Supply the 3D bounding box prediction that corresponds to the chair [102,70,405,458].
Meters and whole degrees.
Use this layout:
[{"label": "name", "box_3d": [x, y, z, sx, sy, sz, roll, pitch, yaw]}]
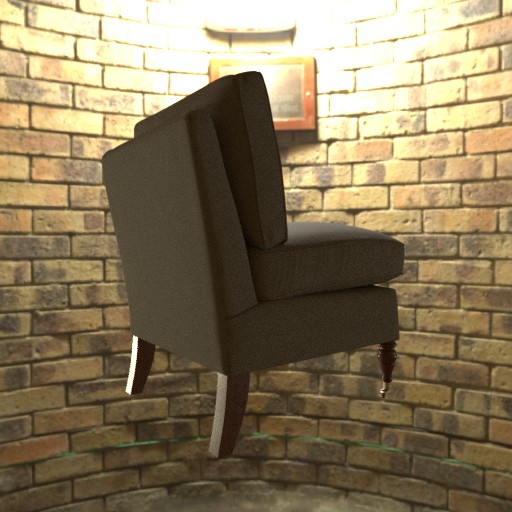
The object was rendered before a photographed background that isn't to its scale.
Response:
[{"label": "chair", "box_3d": [0.000, 0.000, 1.647, 0.924, 1.045, 0.724, -1, 2, -37]}]
